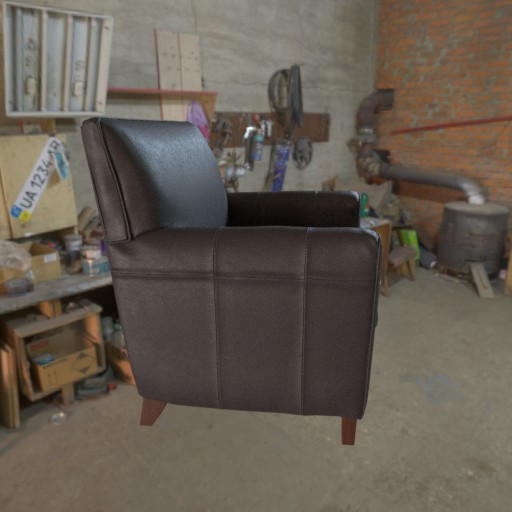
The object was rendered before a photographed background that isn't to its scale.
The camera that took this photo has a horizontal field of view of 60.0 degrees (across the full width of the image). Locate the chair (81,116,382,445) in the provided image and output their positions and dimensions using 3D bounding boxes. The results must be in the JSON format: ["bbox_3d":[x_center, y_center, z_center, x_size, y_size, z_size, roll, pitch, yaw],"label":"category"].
[{"bbox_3d":[0.000,0.000,1.594,0.825,0.943,0.870,2,16,8],"label":"chair"}]
